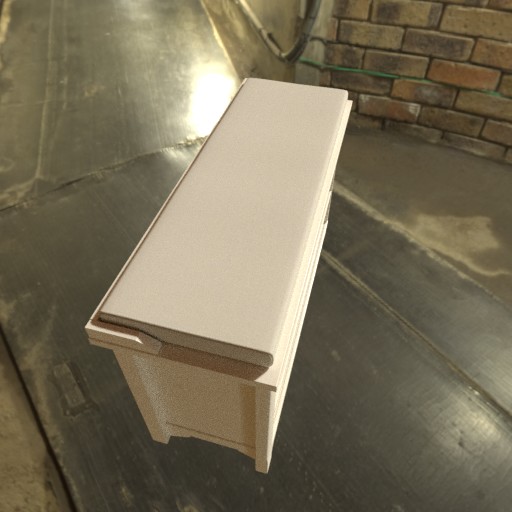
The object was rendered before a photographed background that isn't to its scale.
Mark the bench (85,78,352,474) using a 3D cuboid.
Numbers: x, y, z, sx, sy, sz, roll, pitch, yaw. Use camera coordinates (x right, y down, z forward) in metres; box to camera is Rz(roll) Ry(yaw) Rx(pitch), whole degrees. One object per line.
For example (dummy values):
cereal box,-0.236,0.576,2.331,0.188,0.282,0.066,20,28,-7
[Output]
bench,0.000,0.000,1.262,0.346,0.589,0.987,12,48,11
